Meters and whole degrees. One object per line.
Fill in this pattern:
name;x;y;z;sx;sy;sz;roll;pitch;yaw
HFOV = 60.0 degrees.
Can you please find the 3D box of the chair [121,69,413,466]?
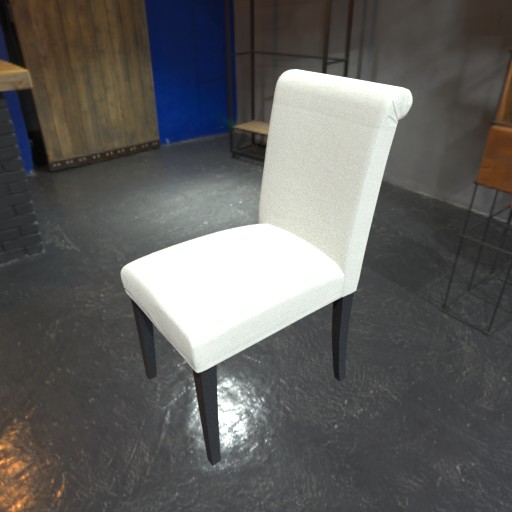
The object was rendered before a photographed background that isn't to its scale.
chair;0.000;0.000;1.364;0.708;0.976;0.452;-21;36;-31
